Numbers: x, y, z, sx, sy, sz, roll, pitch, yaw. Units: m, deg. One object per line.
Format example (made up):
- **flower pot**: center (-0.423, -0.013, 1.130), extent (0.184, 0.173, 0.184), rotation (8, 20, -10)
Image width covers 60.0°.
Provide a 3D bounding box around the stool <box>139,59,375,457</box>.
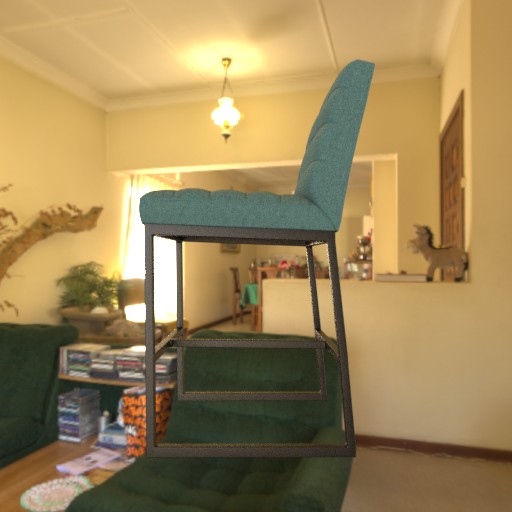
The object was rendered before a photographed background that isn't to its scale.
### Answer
- **stool**: center (0.000, 0.000, 1.251), extent (0.560, 0.940, 0.460), rotation (0, -1, 0)
